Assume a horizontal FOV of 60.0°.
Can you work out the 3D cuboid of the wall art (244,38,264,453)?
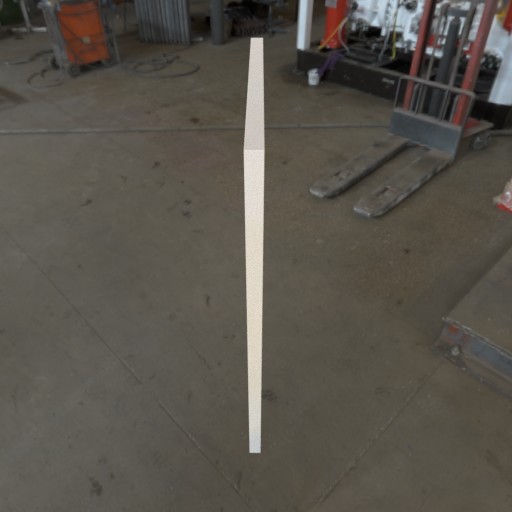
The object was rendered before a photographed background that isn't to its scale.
[{"bbox_3d":[0.000,0.000,1.463,0.038,1.143,0.764,0,40,0],"label":"wall art"}]
